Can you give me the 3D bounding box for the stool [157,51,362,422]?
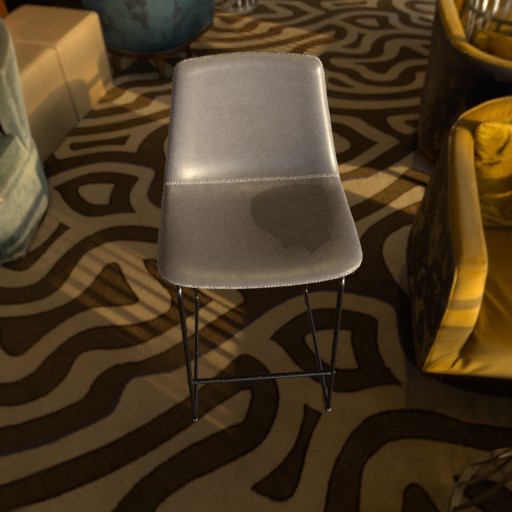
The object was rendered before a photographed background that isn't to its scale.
[{"bbox_3d":[0.000,0.000,1.201,0.470,0.876,0.546,-3,48,-3],"label":"stool"}]
